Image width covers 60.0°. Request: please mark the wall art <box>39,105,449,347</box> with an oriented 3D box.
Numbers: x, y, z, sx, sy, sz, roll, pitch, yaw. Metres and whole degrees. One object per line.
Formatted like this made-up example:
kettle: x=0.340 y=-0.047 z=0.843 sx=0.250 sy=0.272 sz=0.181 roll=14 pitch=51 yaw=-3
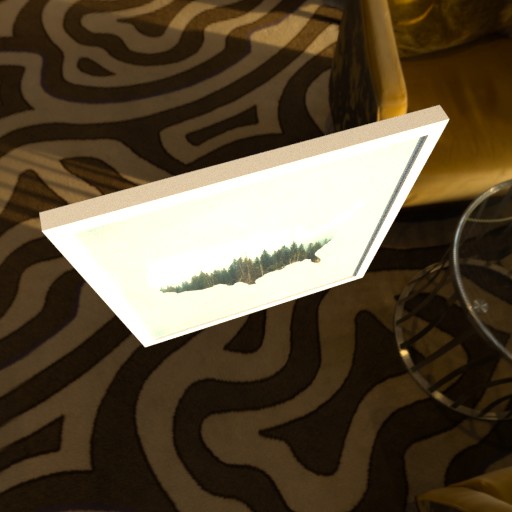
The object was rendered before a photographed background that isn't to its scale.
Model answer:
wall art: x=0.000 y=0.000 z=1.138 sx=0.762 sy=0.762 sz=0.038 roll=-17 pitch=65 yaw=-8
